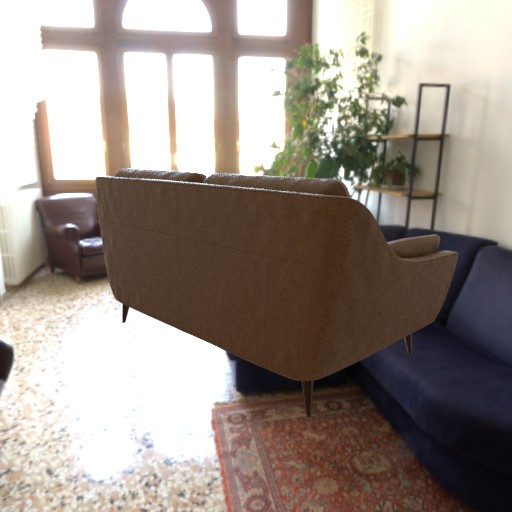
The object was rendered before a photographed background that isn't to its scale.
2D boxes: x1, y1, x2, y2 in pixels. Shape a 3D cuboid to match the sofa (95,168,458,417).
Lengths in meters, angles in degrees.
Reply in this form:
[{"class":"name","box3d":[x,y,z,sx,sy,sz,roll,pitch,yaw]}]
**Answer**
[{"class":"sofa","box3d":[0.000,0.000,2.325,1.731,0.886,0.981,13,18,42]}]
